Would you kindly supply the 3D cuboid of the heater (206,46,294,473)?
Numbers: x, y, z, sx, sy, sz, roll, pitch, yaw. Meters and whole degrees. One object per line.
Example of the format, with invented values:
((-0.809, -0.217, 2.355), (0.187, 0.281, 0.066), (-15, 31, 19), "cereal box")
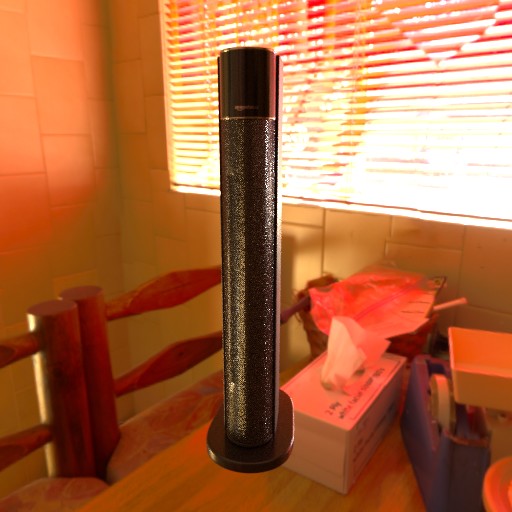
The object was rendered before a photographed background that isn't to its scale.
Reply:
((0.000, 0.000, 1.062), (0.214, 0.856, 0.458), (2, 15, 8), "heater")
